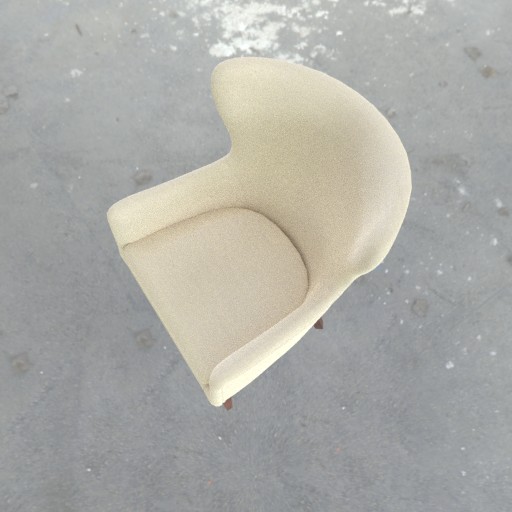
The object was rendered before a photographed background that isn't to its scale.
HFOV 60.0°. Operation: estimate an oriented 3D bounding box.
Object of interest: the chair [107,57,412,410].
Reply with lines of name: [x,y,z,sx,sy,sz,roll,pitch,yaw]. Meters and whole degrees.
chair: [0.000,0.000,1.477,0.744,0.990,0.696,-31,68,-15]
